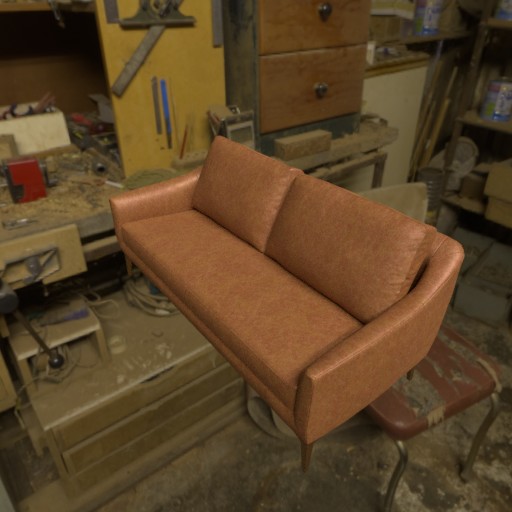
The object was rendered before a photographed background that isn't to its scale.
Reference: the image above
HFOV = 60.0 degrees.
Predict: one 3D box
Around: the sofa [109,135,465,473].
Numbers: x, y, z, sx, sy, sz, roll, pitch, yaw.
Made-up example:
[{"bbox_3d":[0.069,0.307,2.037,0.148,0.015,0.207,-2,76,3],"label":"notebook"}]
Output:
[{"bbox_3d":[0.000,0.000,2.583,0.981,0.945,2.036,-21,37,-31],"label":"sofa"}]
